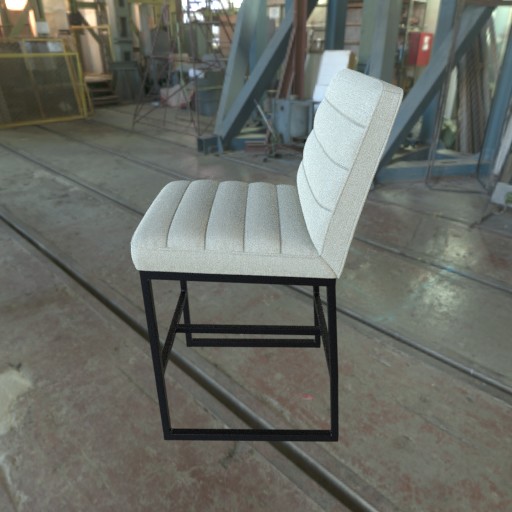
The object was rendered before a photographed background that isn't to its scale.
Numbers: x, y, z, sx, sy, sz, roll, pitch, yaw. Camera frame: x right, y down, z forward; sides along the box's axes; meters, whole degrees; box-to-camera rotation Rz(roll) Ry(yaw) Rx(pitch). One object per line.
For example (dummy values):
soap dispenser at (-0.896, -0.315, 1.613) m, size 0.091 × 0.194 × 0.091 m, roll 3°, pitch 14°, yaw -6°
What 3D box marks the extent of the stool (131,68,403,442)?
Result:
stool at (0.000, 0.000, 1.226) m, size 0.560 × 0.940 × 0.460 m, roll 0°, pitch 26°, yaw 1°
